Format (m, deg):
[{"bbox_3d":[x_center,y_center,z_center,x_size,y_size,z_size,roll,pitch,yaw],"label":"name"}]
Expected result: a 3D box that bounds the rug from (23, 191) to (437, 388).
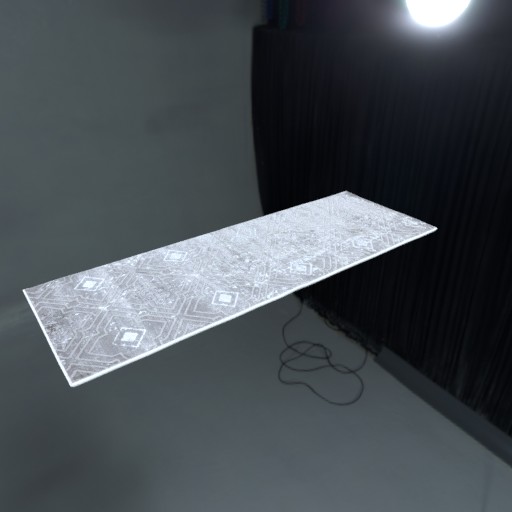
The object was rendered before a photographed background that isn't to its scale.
[{"bbox_3d":[0.000,0.000,2.613,2.381,0.035,0.832,-20,35,-31],"label":"rug"}]
